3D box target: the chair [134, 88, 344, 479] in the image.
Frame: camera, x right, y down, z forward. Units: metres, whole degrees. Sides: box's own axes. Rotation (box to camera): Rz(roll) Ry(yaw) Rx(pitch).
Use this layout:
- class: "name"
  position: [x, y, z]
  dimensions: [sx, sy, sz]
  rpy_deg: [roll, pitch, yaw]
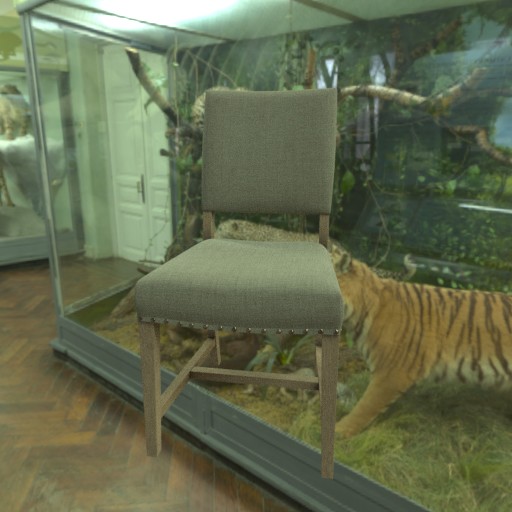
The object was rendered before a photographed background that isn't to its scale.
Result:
- class: "chair"
  position: [0.000, 0.000, 1.318]
  dimensions: [0.508, 0.986, 0.622]
  rpy_deg: [3, 15, 9]
